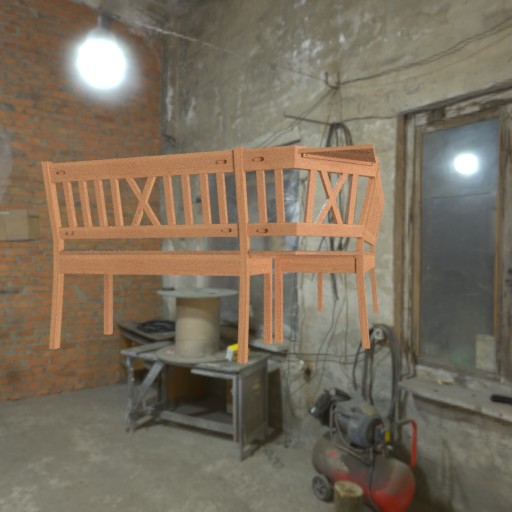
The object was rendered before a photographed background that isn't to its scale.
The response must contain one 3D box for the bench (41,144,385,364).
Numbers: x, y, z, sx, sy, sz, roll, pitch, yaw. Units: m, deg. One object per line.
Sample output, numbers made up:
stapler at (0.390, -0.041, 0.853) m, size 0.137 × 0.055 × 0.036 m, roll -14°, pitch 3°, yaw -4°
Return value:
bench at (0.000, 0.000, 2.802) m, size 1.537 × 0.902 × 1.937 m, roll 0°, pitch 0°, yaw 17°
